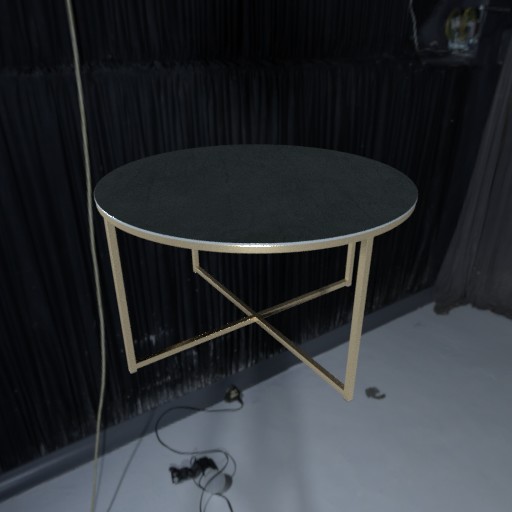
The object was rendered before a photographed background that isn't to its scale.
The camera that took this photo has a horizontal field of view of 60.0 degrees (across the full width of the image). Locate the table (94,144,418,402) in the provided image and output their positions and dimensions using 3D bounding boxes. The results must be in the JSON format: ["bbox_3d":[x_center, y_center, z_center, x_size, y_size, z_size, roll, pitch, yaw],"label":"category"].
[{"bbox_3d":[0.000,0.000,1.253,0.800,0.450,0.800,0,27,0],"label":"table"}]
